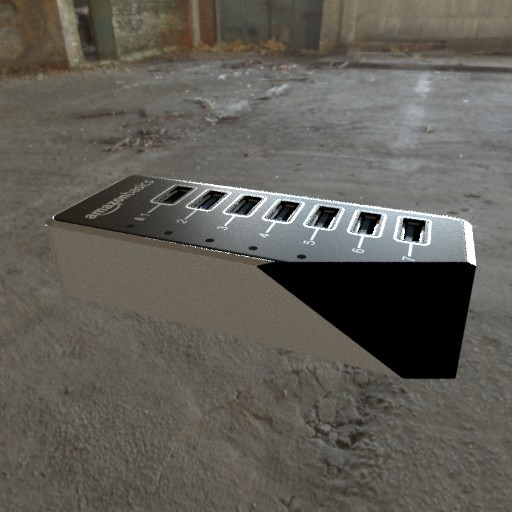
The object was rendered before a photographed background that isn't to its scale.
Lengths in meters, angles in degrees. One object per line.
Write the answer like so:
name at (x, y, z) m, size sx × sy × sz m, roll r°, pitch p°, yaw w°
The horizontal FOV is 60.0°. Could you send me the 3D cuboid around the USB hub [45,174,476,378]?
USB hub at (0.000, 0.000, 0.126) m, size 0.110 × 0.023 × 0.044 m, roll 10°, pitch 31°, yaw 18°
